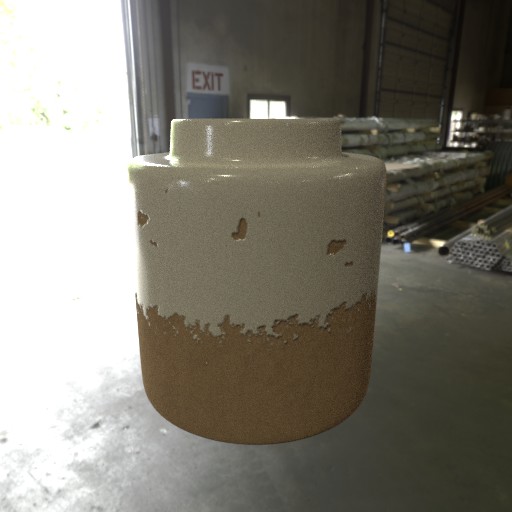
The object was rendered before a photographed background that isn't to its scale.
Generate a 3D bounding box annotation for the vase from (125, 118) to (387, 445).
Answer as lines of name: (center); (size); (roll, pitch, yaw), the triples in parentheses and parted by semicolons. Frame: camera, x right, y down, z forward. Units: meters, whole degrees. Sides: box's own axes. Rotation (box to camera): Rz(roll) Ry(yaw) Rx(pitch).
vase: (0.000, 0.000, 0.283); (0.153, 0.167, 0.153); (0, 17, 0)
